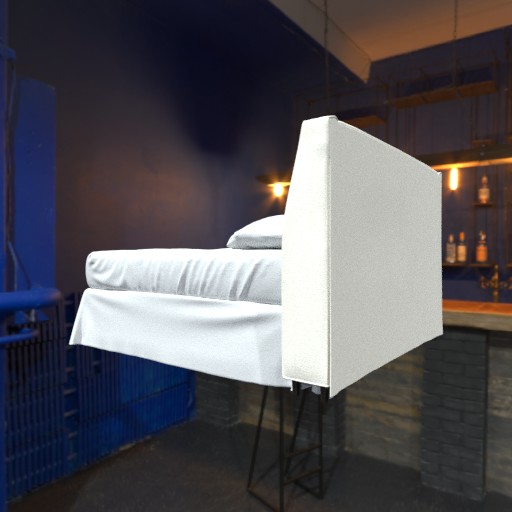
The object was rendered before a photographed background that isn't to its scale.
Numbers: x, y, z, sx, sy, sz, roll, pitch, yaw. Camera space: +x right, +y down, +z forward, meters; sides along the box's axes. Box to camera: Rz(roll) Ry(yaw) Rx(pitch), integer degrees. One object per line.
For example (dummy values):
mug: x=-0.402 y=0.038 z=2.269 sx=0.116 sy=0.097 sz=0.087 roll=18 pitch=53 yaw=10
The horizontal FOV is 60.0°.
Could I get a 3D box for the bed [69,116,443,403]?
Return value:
bed: x=0.000 y=0.000 z=3.413 sx=2.276 sy=1.332 sz=1.925 roll=0 pitch=1 yaw=37
